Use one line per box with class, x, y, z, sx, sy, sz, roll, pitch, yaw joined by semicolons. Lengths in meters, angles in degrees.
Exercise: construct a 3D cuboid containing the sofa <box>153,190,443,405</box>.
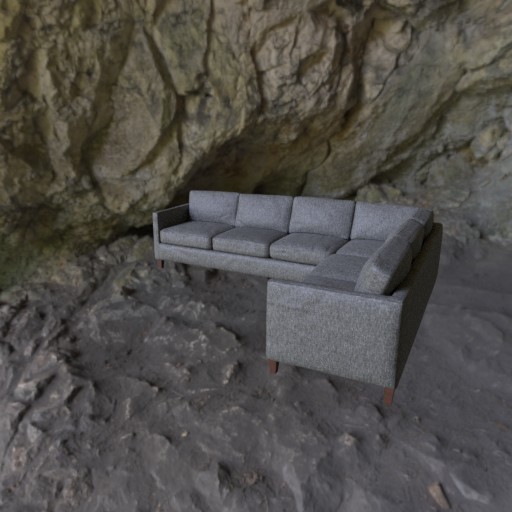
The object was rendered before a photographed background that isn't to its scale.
sofa;0.000;0.000;4.505;3.302;0.947;2.593;8;18;26
